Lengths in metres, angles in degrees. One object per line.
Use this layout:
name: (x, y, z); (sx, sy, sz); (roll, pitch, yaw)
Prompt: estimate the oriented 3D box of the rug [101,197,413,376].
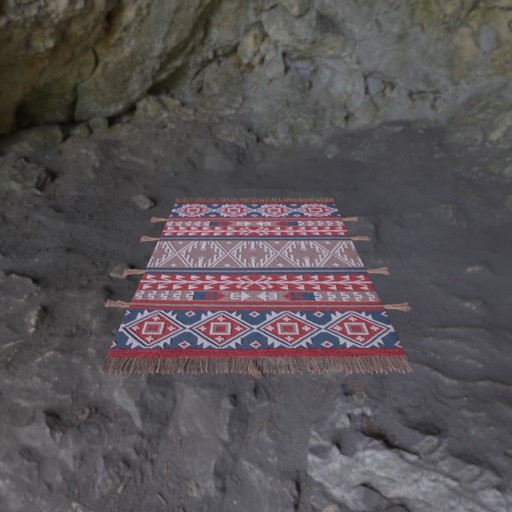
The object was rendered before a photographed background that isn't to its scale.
rug: (0.000, 0.000, 2.613); (1.469, 0.040, 2.025); (0, 27, 0)
